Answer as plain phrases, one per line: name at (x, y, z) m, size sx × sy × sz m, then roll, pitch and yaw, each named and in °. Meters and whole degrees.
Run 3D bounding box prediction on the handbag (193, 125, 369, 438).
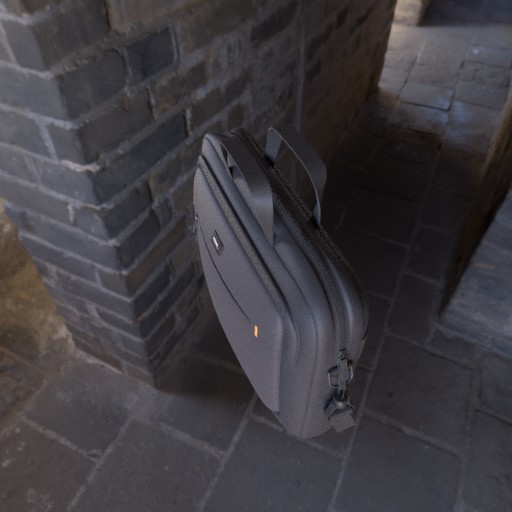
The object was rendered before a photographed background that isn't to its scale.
handbag at (0.000, 0.000, 0.576) m, size 0.126 × 0.330 × 0.429 m, roll -16°, pitch 49°, yaw -15°
